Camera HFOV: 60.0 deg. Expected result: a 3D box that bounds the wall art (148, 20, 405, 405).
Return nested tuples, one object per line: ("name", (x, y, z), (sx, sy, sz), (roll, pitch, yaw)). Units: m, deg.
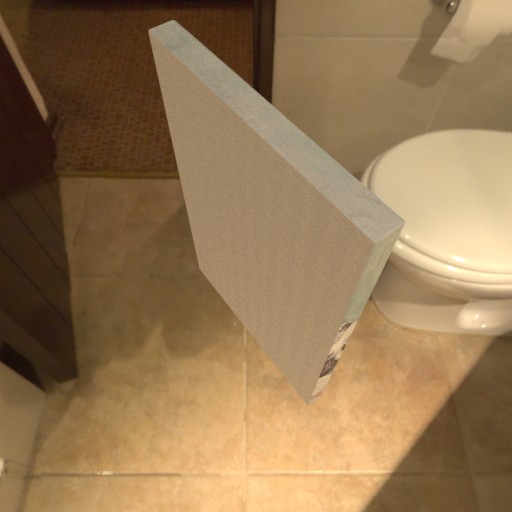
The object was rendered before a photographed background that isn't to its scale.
("wall art", (0.000, 0.000, 1.112), (0.061, 0.911, 0.609), (-33, 64, -18))
